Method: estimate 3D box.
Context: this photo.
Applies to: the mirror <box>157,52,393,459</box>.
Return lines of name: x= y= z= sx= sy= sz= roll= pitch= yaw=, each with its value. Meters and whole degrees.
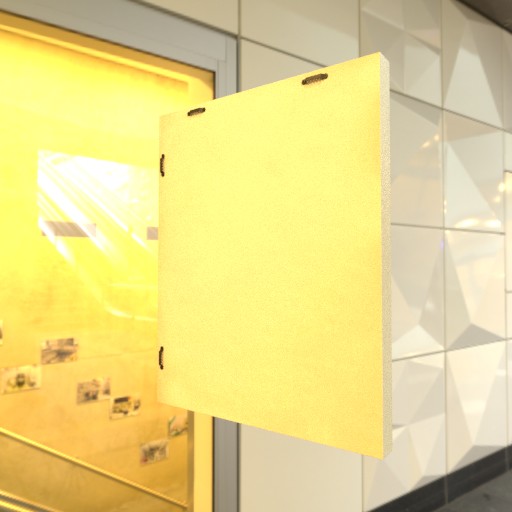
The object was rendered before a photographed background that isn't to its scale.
mirror: x=0.000 y=0.000 z=0.682 sx=0.406 sy=0.509 sz=0.041 roll=-1 pitch=-2 yaw=35
